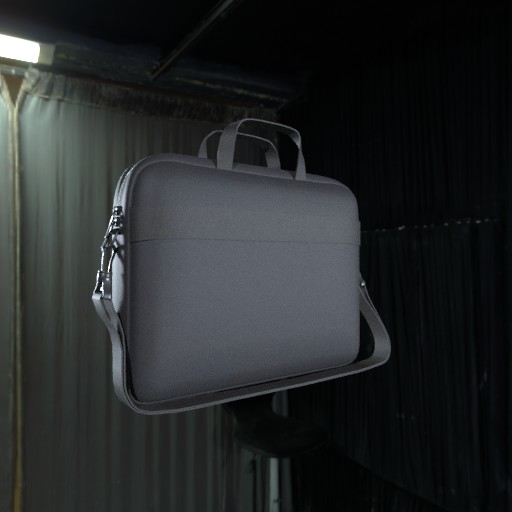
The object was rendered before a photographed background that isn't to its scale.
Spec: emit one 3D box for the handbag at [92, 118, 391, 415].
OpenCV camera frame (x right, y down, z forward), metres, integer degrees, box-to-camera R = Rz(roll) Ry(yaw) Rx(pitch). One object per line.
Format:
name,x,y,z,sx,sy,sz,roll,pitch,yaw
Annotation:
handbag,0.000,0.000,0.597,0.429,0.330,0.126,0,-1,-36
